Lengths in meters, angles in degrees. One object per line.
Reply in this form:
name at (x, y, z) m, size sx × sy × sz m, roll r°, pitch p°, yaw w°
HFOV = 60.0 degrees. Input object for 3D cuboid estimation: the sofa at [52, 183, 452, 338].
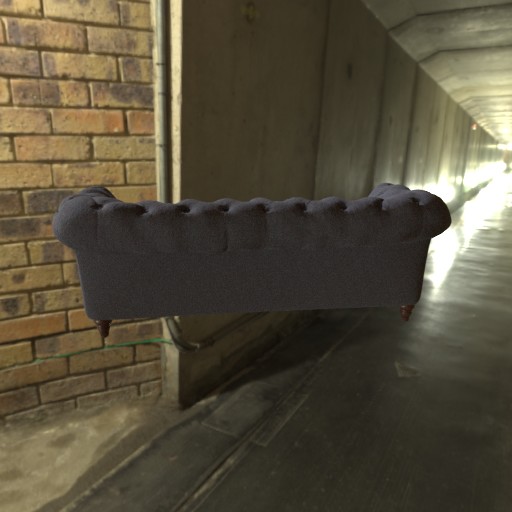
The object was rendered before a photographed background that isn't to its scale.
sofa at (0.000, 0.000, 2.806) m, size 2.335 × 0.836 × 1.046 m, roll -2°, pitch 14°, yaw -7°
